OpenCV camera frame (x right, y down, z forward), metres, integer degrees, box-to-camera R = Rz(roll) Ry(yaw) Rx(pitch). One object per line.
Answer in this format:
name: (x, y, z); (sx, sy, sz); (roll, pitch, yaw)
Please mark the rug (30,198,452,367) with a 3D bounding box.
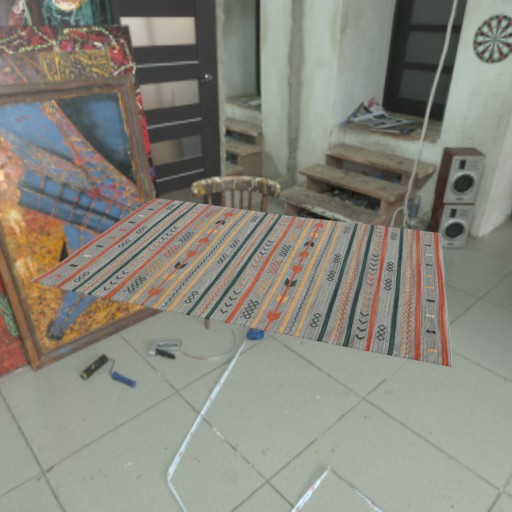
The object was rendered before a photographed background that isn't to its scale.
rug: (0.000, 0.000, 3.045); (2.439, 0.029, 1.537); (9, 30, 16)
